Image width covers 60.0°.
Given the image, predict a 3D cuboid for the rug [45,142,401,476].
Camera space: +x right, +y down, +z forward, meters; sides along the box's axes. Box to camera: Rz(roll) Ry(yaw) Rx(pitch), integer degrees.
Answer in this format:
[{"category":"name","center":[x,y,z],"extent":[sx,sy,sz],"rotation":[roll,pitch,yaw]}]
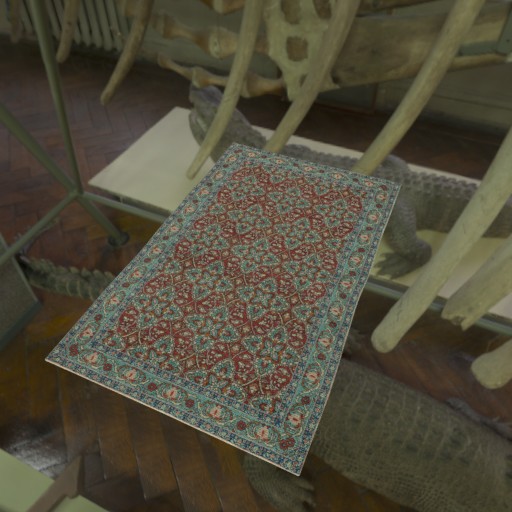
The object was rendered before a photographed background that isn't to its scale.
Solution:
[{"category":"rug","center":[0.000,0.000,3.054],"extent":[1.533,0.011,2.439],"rotation":[18,49,16]}]
